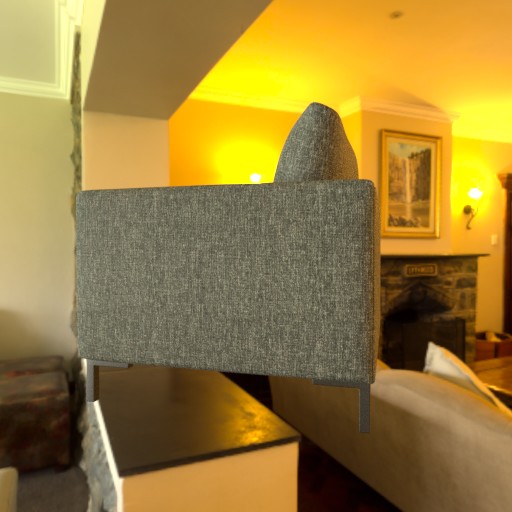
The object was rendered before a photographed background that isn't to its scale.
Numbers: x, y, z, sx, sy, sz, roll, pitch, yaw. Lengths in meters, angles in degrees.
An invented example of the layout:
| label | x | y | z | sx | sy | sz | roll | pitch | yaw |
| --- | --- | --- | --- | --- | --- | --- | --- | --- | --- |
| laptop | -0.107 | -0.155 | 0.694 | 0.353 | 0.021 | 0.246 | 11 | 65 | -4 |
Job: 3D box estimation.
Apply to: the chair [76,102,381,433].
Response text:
| label | x | y | z | sx | sy | sz | roll | pitch | yaw |
| --- | --- | --- | --- | --- | --- | --- | --- | --- | --- |
| chair | 0.000 | 0.000 | 1.622 | 0.866 | 0.861 | 0.963 | 0 | 1 | 16 |
